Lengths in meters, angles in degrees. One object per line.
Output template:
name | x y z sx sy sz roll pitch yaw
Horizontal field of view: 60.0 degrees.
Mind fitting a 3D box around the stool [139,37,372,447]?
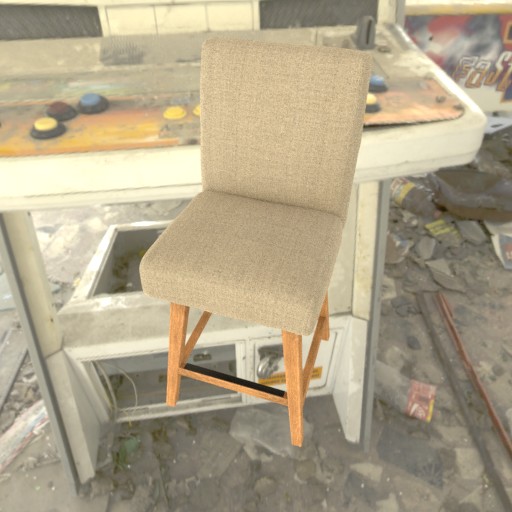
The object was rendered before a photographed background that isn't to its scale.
stool | 0.000 0.000 1.260 0.459 1.010 0.526 12 43 14
